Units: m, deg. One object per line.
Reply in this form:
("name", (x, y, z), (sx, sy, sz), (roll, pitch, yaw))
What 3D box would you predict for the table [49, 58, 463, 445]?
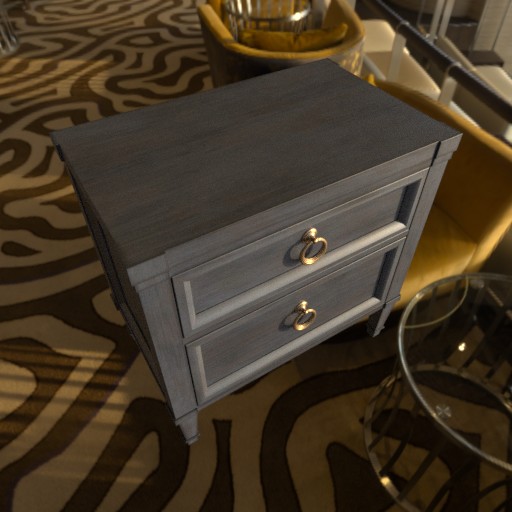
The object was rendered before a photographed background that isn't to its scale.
("table", (0.000, 0.000, 1.066), (0.660, 0.660, 0.413), (-24, 50, -21))
